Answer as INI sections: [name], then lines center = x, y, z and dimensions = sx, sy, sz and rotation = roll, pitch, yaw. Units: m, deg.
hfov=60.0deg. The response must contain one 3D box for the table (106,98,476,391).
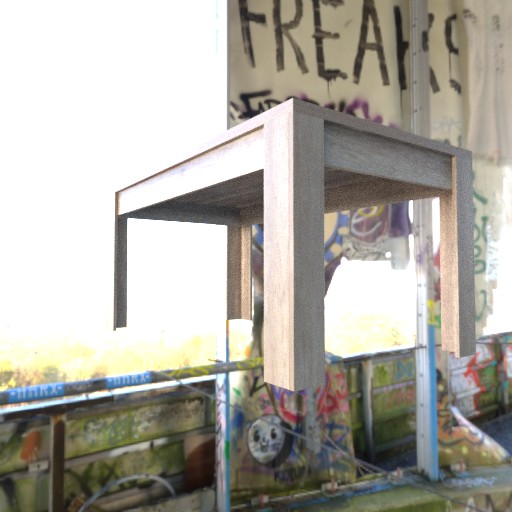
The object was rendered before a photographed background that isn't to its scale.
[table]
center = 0.000, 0.000, 2.078
dimensions = 0.900, 0.775, 1.600
rotation = 2, -3, -35
